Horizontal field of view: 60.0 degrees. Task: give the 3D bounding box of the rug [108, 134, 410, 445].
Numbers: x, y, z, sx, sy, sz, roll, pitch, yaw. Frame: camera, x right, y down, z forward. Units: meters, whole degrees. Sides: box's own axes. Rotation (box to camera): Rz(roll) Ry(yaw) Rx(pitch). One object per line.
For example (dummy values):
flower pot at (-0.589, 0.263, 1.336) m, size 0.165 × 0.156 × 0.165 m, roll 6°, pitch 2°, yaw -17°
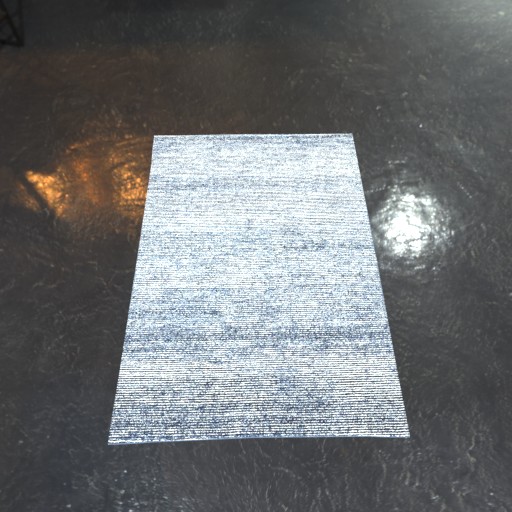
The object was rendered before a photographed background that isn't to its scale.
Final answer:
rug at (0.000, 0.000, 2.993) m, size 1.624 × 0.030 × 2.349 m, roll -1°, pitch 58°, yaw 0°
